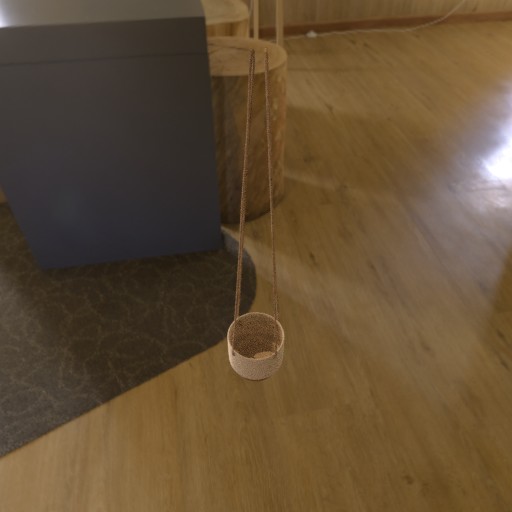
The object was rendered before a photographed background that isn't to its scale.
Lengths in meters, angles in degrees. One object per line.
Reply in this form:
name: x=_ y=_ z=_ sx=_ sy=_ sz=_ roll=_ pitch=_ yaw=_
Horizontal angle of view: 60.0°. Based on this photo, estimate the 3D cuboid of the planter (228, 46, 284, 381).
planter: x=0.000 y=0.000 z=0.923 sx=0.146 sy=0.841 sz=0.146 roll=3 pitch=46 yaw=3
